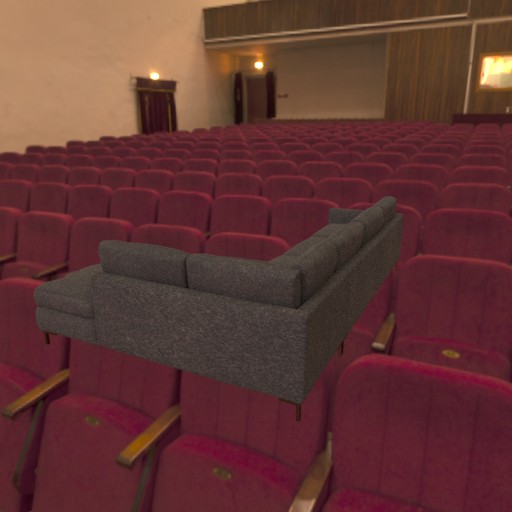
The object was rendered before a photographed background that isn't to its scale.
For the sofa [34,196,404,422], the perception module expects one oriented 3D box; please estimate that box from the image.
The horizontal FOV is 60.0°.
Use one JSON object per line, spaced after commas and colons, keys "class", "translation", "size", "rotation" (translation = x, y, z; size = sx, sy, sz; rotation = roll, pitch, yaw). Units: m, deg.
{"class": "sofa", "translation": [0.000, 0.000, 3.871], "size": [2.007, 0.815, 2.949], "rotation": [8, 18, 26]}
